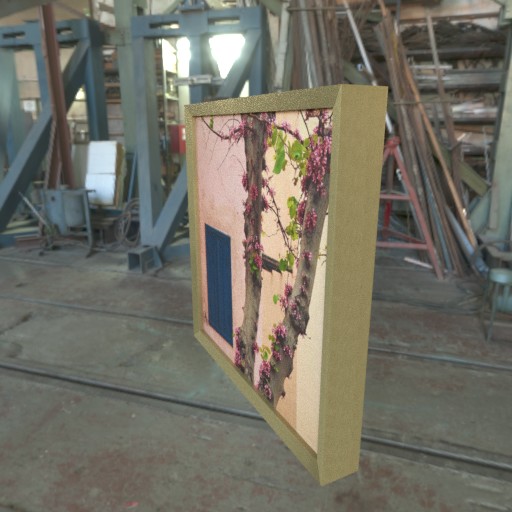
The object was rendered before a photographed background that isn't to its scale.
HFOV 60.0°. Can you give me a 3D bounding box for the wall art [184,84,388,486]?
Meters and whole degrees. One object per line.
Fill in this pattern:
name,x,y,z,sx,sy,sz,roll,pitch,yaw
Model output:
wall art,0.000,0.000,0.454,0.038,0.305,0.304,-8,18,-26
